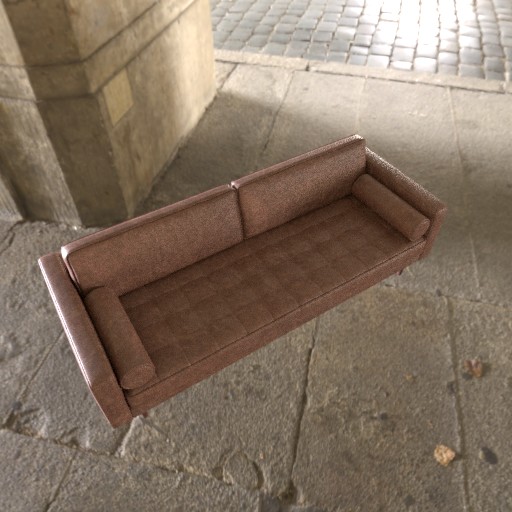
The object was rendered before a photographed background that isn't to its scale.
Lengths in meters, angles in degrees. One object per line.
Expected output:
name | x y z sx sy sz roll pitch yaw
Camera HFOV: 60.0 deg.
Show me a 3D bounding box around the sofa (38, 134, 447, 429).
sofa | 0.000 0.000 2.636 2.210 0.762 0.914 -25 52 -21
